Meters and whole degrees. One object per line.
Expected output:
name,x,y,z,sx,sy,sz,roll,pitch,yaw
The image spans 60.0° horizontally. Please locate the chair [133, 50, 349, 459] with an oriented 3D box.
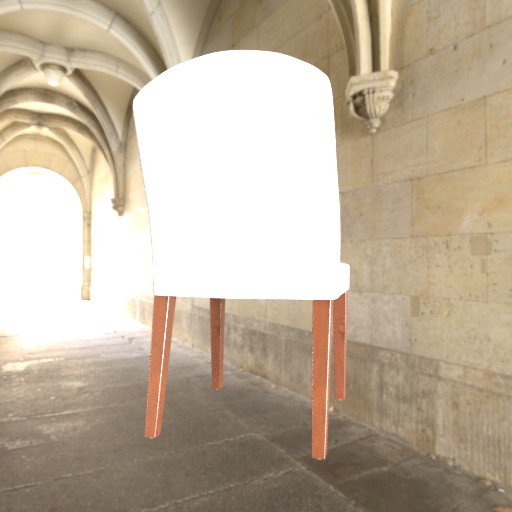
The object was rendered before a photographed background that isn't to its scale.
chair,0.000,0.000,1.221,0.472,0.893,0.540,0,-1,16
